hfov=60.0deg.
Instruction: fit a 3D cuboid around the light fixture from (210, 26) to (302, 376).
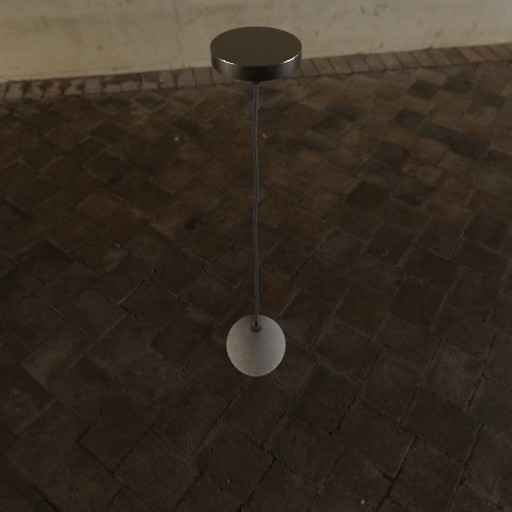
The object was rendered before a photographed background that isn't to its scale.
[{"bbox_3d":[0.000,0.000,0.817,0.139,0.764,0.139,18,51,15],"label":"light fixture"}]
